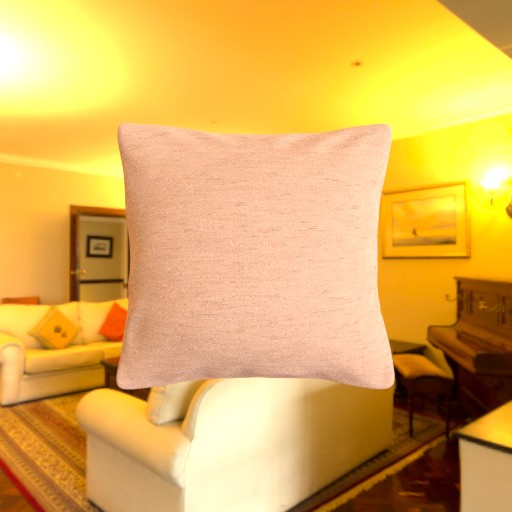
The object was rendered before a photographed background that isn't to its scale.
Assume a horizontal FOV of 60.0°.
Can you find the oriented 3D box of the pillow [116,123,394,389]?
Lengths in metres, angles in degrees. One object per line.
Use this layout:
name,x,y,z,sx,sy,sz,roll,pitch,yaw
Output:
pillow,0.000,0.000,0.692,0.432,0.415,0.246,0,-1,-1
